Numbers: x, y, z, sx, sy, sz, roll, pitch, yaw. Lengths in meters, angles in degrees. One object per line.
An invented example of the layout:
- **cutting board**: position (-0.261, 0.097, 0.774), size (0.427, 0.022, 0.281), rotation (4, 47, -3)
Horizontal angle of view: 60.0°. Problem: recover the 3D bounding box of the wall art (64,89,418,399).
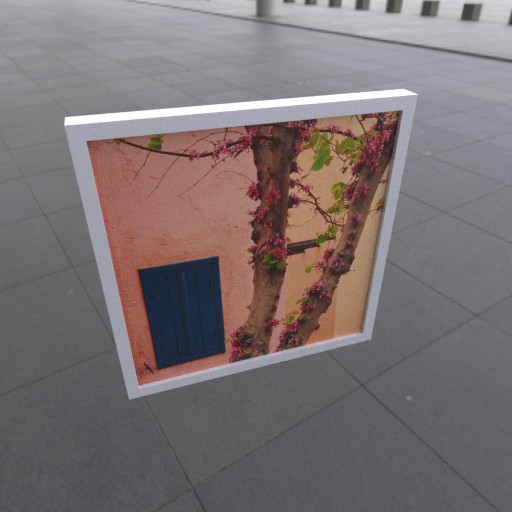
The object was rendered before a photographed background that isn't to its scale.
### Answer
- **wall art**: position (0.000, 0.000, 0.763), size (0.507, 0.508, 0.038), rotation (-10, 34, -15)
